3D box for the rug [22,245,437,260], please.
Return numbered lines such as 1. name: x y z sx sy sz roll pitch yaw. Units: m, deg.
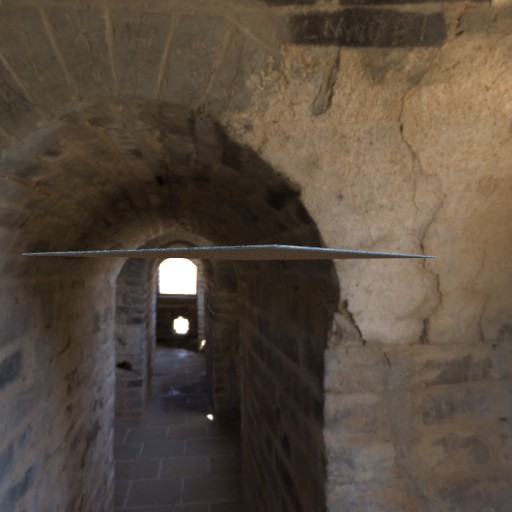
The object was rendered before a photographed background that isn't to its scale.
1. rug: 0.000 0.000 4.082 2.441 0.016 3.050 -1 -2 36
